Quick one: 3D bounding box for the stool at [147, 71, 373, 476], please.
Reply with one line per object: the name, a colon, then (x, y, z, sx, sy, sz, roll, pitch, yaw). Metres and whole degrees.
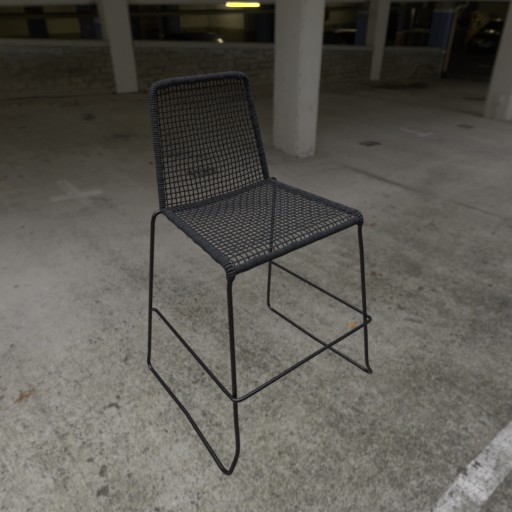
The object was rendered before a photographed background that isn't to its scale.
stool: (0.000, 0.000, 1.248, 0.590, 0.905, 0.509, -22, 37, -33)
